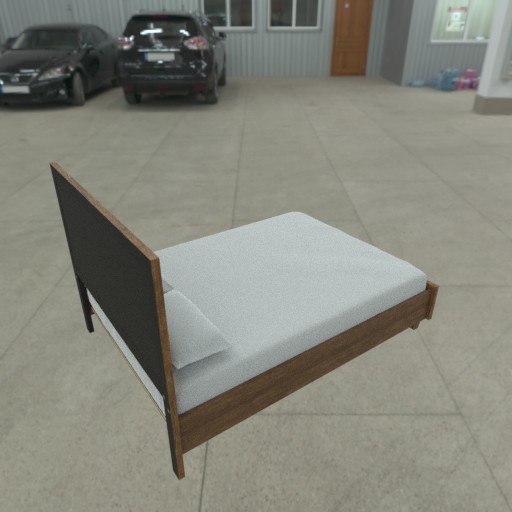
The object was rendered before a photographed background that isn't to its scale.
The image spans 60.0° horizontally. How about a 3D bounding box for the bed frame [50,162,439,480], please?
[{"bbox_3d":[0.000,0.000,3.343,2.276,1.417,1.696,-19,34,-31],"label":"bed frame"}]
